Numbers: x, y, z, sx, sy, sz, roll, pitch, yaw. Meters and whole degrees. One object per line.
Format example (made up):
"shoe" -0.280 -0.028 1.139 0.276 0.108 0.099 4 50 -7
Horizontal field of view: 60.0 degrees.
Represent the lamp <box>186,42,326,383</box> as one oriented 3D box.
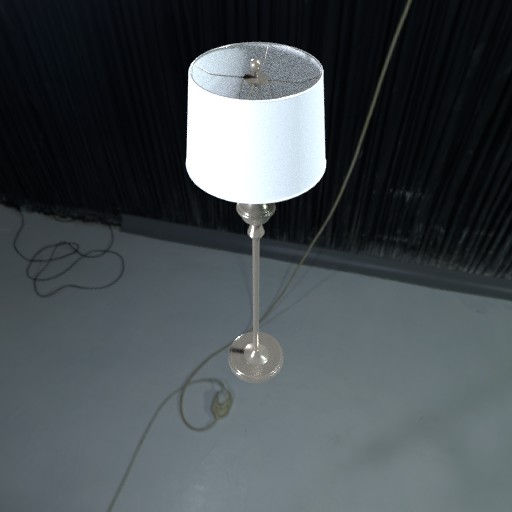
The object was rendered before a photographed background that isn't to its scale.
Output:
"lamp" 0.000 0.000 1.688 0.431 1.488 0.431 0 46 0
